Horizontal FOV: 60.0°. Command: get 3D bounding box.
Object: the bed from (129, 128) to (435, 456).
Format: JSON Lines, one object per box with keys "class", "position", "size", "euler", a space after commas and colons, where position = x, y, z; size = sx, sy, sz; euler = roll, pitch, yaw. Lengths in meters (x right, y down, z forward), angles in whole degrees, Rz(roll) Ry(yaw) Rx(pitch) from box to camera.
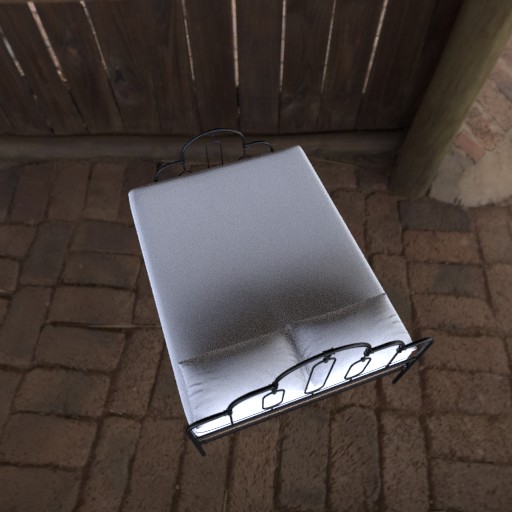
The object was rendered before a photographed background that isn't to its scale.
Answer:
{"class": "bed", "position": [0.000, 0.000, 3.338], "size": [1.626, 1.444, 2.181], "euler": [-17, 59, -10]}
